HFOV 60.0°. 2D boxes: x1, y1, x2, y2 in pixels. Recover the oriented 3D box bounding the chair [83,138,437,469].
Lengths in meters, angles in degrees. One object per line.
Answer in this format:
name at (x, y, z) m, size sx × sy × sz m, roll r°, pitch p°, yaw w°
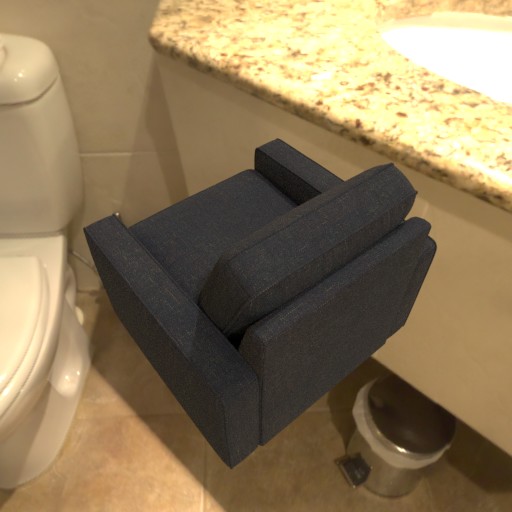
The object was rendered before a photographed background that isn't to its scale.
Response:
chair at (0.000, 0.000, 1.743) m, size 1.017 × 0.919 × 0.940 m, roll -31°, pitch 54°, yaw -25°
